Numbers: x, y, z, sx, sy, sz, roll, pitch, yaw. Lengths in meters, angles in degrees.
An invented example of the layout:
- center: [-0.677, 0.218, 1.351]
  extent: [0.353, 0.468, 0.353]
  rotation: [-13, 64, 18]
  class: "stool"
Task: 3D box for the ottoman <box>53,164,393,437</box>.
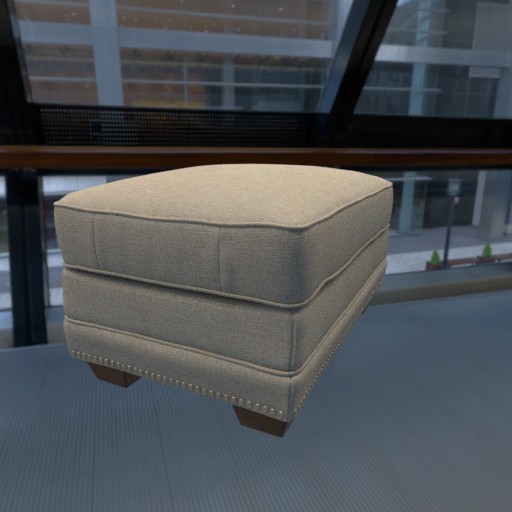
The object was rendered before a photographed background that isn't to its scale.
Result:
- center: [0.000, 0.000, 1.146]
  extent: [0.559, 0.458, 0.813]
  rotation: [8, 18, 25]
  class: "ottoman"
